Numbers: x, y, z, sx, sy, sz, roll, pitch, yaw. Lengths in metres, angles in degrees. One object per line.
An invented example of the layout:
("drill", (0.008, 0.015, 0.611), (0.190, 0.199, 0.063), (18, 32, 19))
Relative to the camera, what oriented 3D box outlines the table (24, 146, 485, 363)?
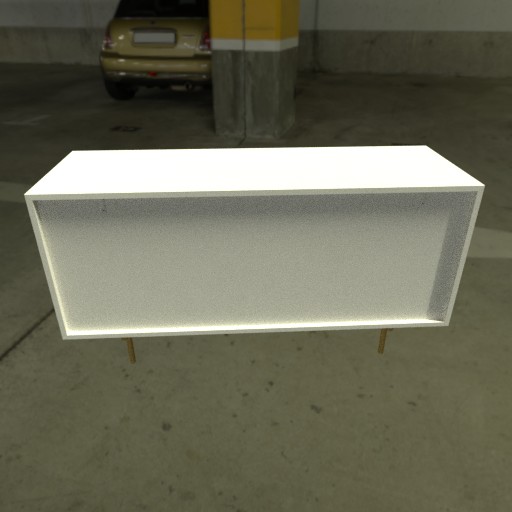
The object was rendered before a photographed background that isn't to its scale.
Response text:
("table", (0.000, 0.000, 1.848), (1.500, 0.769, 0.508), (-2, 29, -3))
